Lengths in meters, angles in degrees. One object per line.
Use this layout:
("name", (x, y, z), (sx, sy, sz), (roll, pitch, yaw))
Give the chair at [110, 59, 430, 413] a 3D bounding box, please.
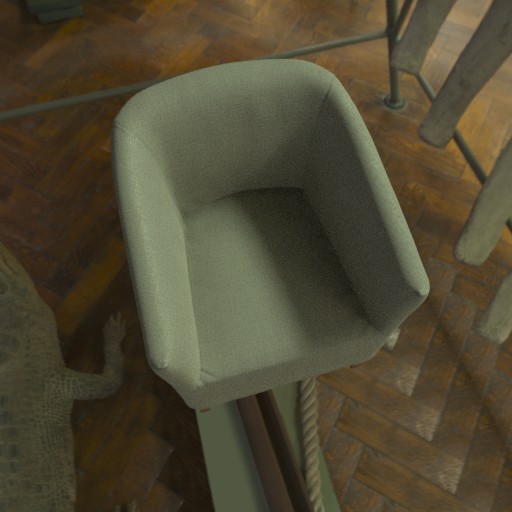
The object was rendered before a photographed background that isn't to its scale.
("chair", (0.000, 0.000, 1.255), (0.600, 0.771, 0.668), (-14, 65, -7))
